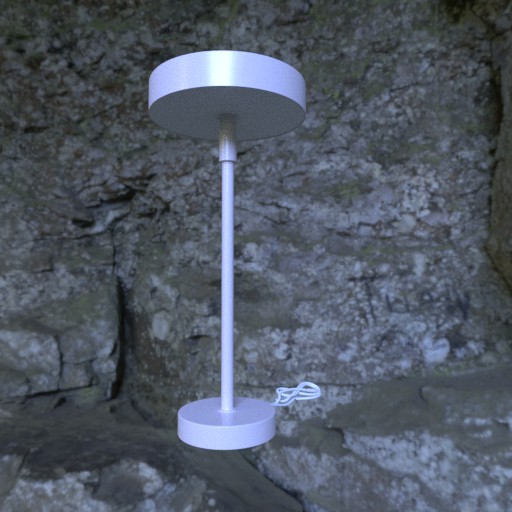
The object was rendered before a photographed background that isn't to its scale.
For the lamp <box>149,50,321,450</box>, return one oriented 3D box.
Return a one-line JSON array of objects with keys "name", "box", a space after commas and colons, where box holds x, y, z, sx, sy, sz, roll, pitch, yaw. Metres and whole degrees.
[{"name": "lamp", "box": [0.000, 0.000, 0.704, 0.229, 0.508, 0.369, -2, -3, 36]}]
